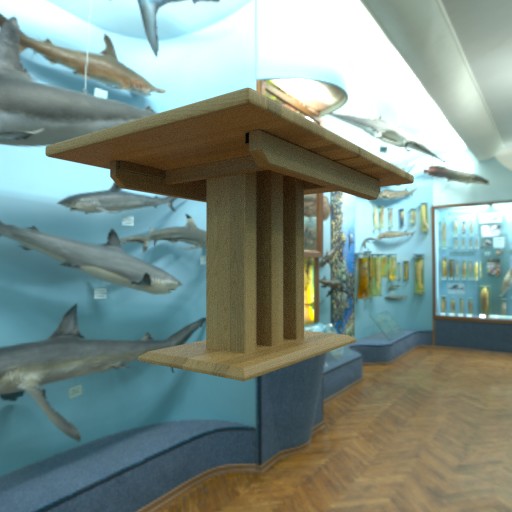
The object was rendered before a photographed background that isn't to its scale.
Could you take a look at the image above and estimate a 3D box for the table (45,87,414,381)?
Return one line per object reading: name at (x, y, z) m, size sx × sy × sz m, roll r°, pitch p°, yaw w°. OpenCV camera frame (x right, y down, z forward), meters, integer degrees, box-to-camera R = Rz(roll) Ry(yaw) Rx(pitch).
table at (0.000, 0.000, 1.817) m, size 0.900 × 0.770 × 1.300 m, roll -1°, pitch -1°, yaw 36°
